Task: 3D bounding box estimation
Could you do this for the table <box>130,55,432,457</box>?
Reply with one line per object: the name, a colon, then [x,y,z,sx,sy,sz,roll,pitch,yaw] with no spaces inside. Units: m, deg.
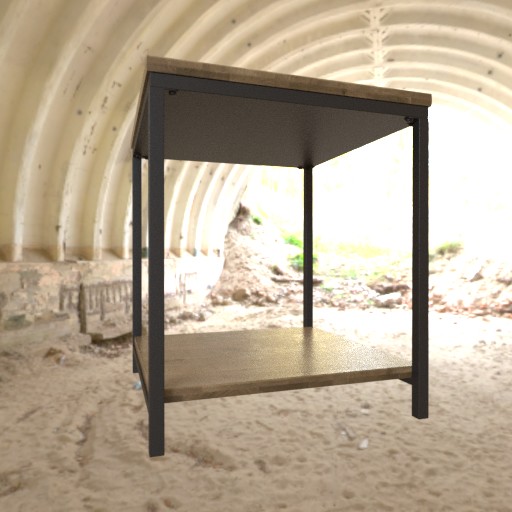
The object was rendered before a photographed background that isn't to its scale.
table: [0.000,0.000,0.965,0.503,0.589,0.507,0,0,-18]
